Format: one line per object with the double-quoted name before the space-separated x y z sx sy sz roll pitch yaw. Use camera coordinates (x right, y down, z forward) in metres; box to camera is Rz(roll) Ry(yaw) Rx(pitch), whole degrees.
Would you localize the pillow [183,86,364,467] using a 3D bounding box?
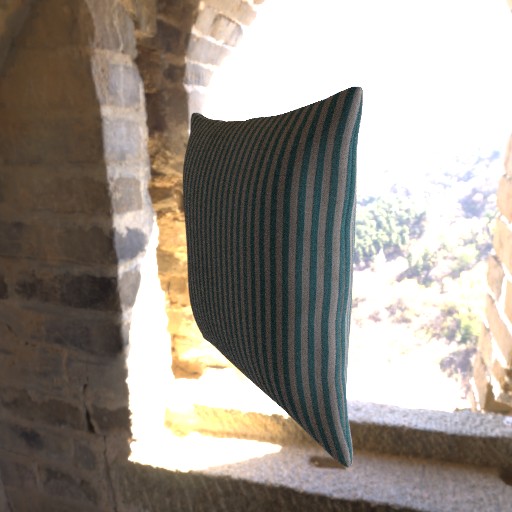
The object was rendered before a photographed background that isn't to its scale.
"pillow" 0.000 0.000 0.777 0.166 0.510 0.523 -8 16 -28
